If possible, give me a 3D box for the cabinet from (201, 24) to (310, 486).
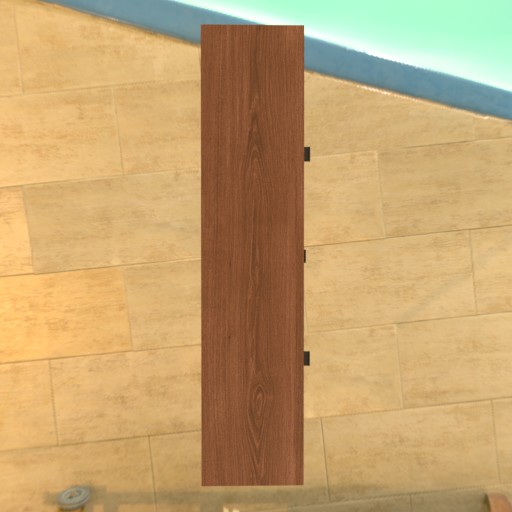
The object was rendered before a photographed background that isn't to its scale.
[{"bbox_3d":[0.000,0.000,1.836,0.400,0.500,1.650,0,91,-1],"label":"cabinet"}]
